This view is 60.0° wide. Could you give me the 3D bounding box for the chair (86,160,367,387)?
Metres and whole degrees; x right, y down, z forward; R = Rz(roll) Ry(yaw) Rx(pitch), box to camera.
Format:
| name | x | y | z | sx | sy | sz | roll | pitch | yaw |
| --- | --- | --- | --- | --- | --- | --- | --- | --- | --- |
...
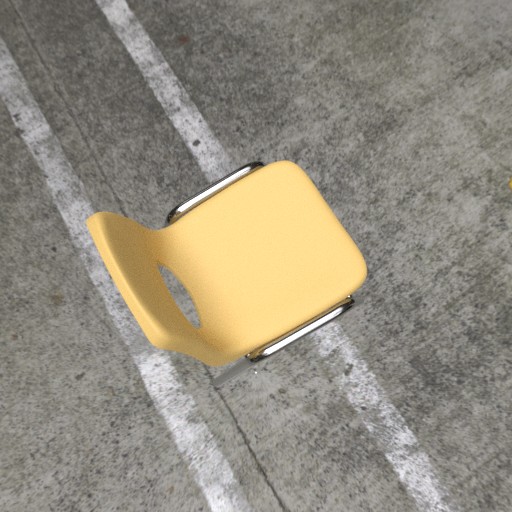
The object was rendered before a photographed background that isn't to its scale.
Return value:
| name | x | y | z | sx | sy | sz | roll | pitch | yaw |
| --- | --- | --- | --- | --- | --- | --- | --- | --- | --- |
| chair | 0.000 | 0.000 | 0.834 | 0.423 | 0.586 | 0.354 | -31 | 77 | -8 |
